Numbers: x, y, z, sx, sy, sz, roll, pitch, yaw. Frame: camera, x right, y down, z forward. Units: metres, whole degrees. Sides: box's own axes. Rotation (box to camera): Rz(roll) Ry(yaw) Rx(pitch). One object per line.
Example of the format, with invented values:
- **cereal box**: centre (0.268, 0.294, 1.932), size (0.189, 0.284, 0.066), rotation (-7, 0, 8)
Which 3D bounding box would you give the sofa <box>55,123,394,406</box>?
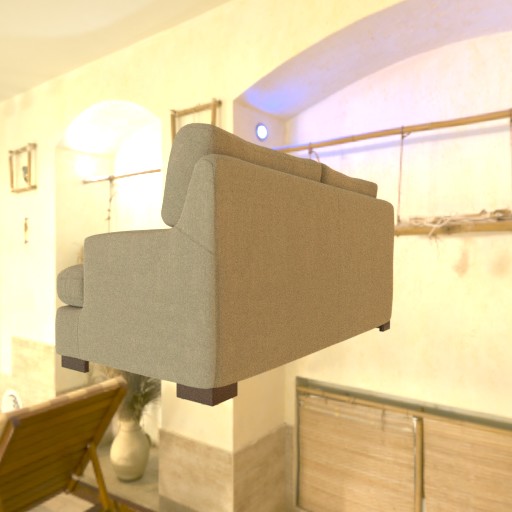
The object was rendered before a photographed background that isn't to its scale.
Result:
- **sofa**: centre (0.000, 0.000, 2.443), size (0.962, 0.980, 1.855), rotation (0, 1, 35)
